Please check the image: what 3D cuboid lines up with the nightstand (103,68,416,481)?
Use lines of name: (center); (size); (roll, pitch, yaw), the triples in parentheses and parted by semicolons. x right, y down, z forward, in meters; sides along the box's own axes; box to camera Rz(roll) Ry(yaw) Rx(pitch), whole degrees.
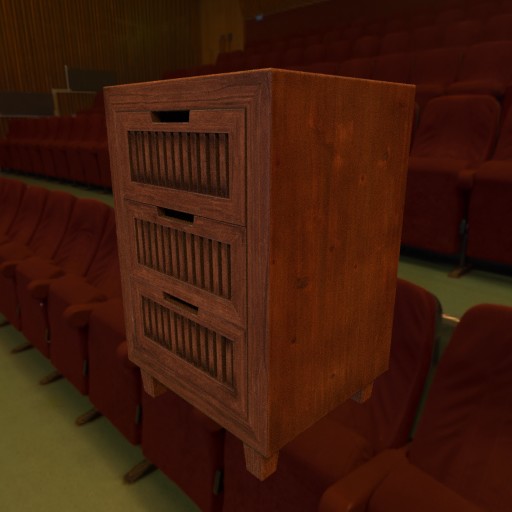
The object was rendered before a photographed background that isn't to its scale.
nightstand: (0.000, 0.000, 0.969); (0.410, 0.695, 0.465); (-16, 23, -42)
